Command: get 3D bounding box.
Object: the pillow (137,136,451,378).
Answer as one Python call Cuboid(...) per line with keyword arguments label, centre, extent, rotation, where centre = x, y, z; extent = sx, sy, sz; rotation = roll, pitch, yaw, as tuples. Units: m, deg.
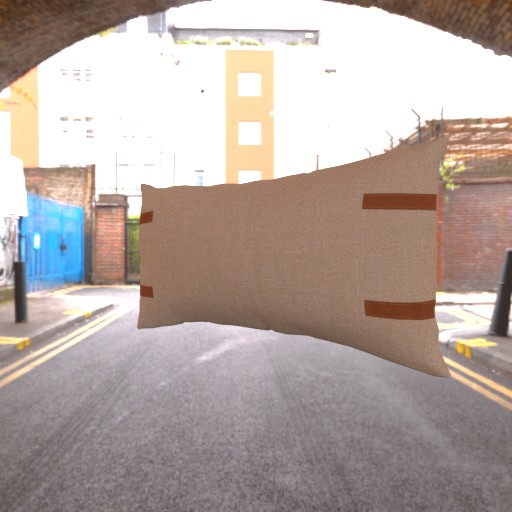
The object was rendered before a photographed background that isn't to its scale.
Cuboid(label="pillow", centre=(0.000, 0.000, 0.741), extent=(0.612, 0.308, 0.148), rotation=(0, 1, 36))
